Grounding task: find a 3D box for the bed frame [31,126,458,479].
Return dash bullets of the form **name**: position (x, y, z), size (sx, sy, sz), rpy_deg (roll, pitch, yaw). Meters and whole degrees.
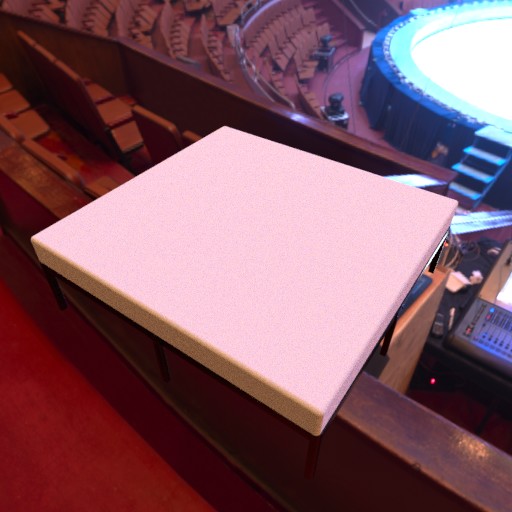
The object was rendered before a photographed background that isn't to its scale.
- **bed frame**: position (0.000, 0.000, 3.107), size (2.079, 0.659, 1.963), rpy_deg (25, 47, 26)
